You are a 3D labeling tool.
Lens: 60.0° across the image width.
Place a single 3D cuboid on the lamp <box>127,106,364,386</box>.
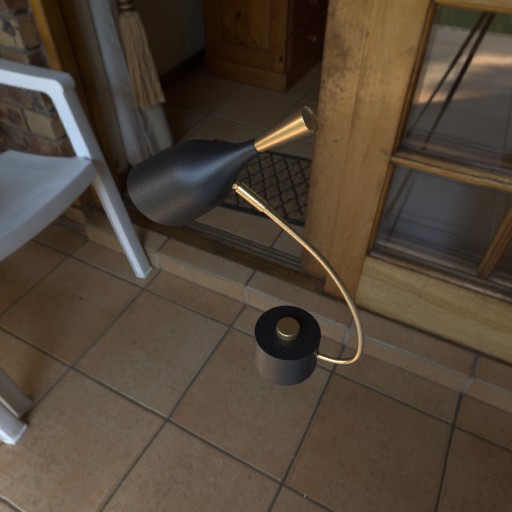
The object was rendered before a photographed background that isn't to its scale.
[{"bbox_3d":[0.000,0.000,0.623,0.352,0.464,0.110,16,48,15],"label":"lamp"}]
